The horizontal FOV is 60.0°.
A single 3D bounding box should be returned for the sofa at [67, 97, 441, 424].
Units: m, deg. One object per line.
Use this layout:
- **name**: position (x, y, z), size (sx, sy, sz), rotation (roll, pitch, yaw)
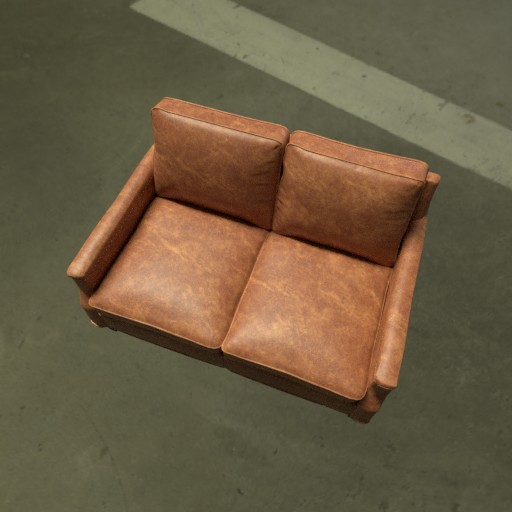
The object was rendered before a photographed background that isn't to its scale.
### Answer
- **sofa**: position (0.000, 0.000, 2.298), size (1.597, 1.003, 1.084), rotation (17, 61, 10)
